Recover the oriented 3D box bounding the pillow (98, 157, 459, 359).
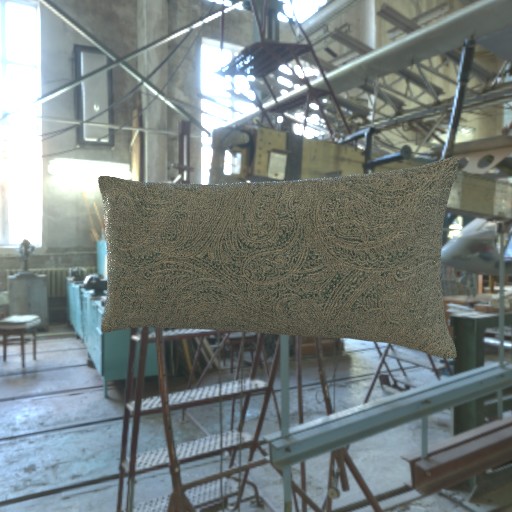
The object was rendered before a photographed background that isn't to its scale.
[{"bbox_3d":[0.000,0.000,0.739,0.615,0.295,0.151,1,2,18],"label":"pillow"}]
